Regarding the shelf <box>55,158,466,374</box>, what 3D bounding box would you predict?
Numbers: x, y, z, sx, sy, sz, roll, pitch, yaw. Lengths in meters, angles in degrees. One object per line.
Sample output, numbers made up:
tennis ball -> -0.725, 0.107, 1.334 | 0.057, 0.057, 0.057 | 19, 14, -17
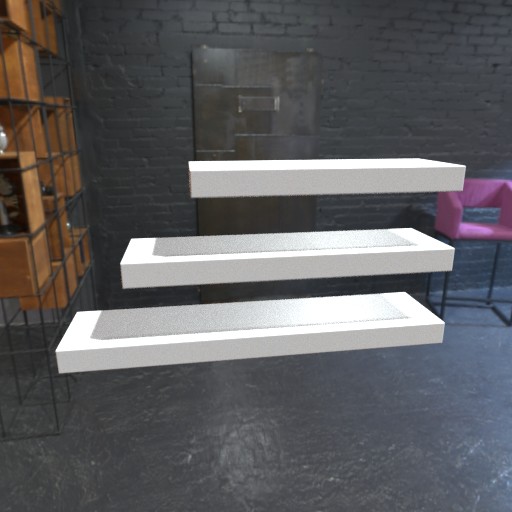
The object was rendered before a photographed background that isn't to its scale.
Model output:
shelf -> 0.000, 0.000, 0.721 | 0.610, 0.293, 0.140 | -3, 17, -9
